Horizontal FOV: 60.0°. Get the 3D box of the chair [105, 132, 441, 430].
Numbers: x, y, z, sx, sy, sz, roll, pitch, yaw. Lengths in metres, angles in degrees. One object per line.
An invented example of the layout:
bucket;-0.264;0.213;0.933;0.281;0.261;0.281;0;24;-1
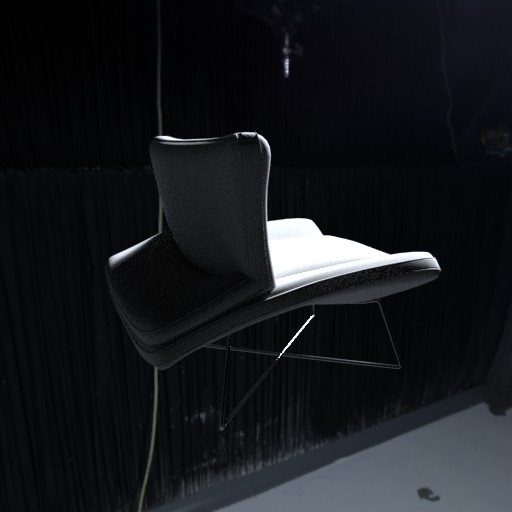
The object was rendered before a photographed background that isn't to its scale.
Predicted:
chair;0.000;0.000;1.626;1.008;0.855;0.859;-7;16;-25
